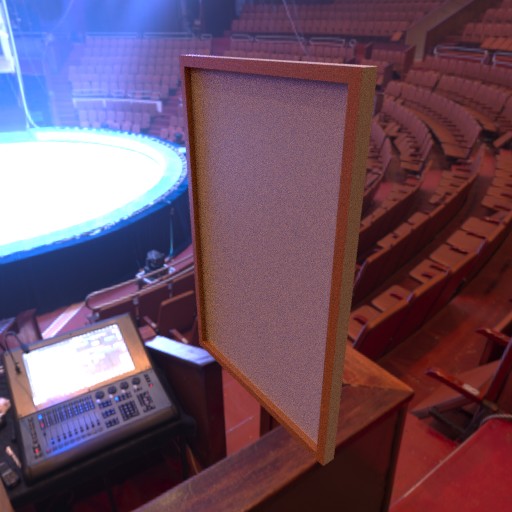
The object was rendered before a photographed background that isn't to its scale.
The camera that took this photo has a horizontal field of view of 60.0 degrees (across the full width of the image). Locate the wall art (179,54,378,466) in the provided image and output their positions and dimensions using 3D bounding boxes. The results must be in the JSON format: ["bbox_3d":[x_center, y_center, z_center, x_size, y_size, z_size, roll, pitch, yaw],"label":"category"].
[{"bbox_3d":[0.000,0.000,1.128,0.037,0.916,0.610,-18,32,-32],"label":"wall art"}]
